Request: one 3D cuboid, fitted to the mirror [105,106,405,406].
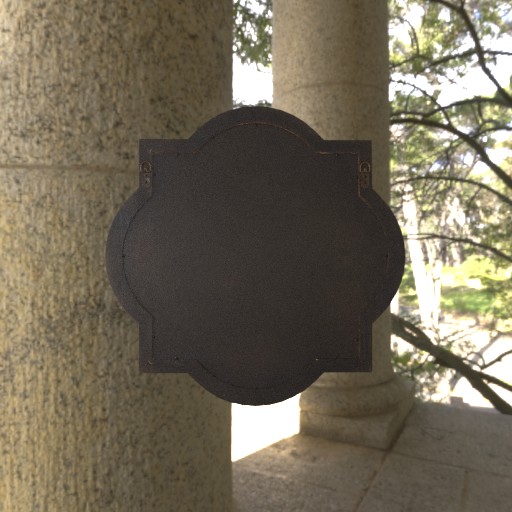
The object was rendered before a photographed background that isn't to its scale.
[{"bbox_3d":[0.000,0.000,1.045,0.686,0.686,0.019,0,0,-1],"label":"mirror"}]
